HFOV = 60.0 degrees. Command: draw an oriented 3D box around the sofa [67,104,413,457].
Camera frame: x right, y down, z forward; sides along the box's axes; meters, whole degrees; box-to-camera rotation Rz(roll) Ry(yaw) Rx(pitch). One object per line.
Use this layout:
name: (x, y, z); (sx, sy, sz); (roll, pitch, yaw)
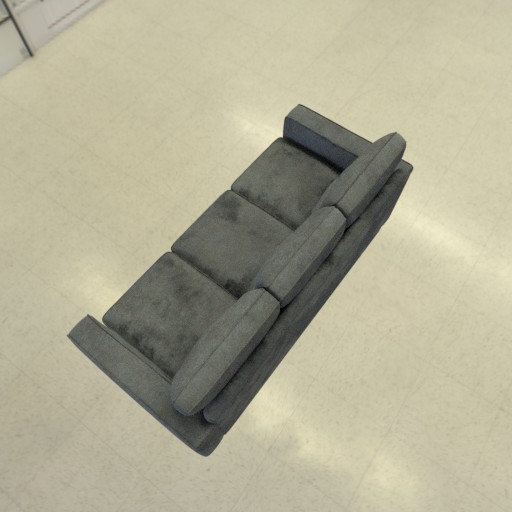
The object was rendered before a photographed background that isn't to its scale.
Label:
sofa: (0.000, 0.000, 2.722); (0.939, 0.965, 2.133); (35, 68, 16)
